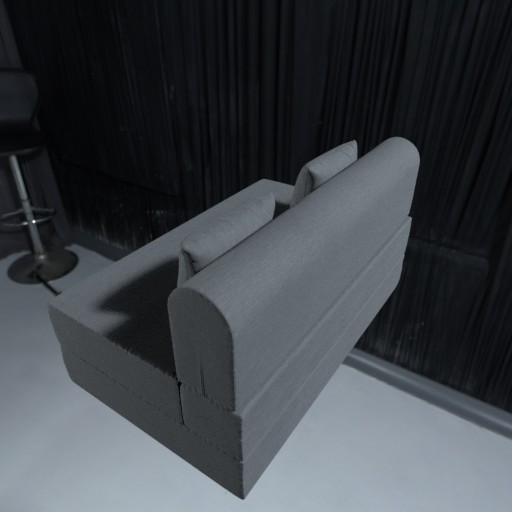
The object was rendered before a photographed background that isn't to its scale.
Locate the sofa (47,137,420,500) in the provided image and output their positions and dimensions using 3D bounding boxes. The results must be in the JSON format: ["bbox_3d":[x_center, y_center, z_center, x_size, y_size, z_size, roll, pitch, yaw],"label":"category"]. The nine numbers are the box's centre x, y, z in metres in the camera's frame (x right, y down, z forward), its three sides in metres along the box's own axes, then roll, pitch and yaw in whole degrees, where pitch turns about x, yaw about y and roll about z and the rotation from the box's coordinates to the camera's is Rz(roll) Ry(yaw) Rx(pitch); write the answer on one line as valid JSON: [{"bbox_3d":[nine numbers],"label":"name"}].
[{"bbox_3d":[0.000,0.000,1.625,0.762,0.670,1.225,20,38,29],"label":"sofa"}]
